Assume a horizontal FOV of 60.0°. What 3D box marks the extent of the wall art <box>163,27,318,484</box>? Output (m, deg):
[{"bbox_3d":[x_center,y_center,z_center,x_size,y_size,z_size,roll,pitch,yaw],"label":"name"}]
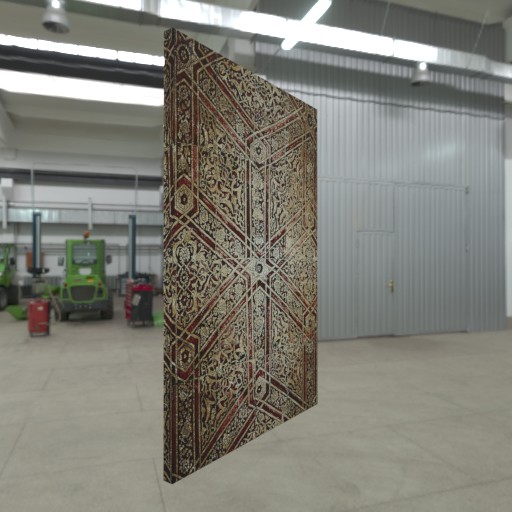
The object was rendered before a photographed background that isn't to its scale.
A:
[{"bbox_3d":[0.000,0.000,1.127,0.030,0.904,0.599,0,0,36],"label":"wall art"}]
